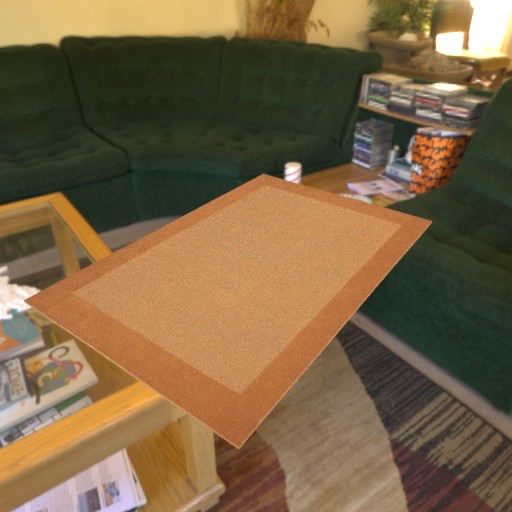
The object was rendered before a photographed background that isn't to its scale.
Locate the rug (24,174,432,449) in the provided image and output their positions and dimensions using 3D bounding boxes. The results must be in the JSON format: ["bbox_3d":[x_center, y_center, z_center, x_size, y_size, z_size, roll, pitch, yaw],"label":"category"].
[{"bbox_3d":[0.000,0.000,2.282,1.219,0.014,1.829,22,38,30],"label":"rug"}]
